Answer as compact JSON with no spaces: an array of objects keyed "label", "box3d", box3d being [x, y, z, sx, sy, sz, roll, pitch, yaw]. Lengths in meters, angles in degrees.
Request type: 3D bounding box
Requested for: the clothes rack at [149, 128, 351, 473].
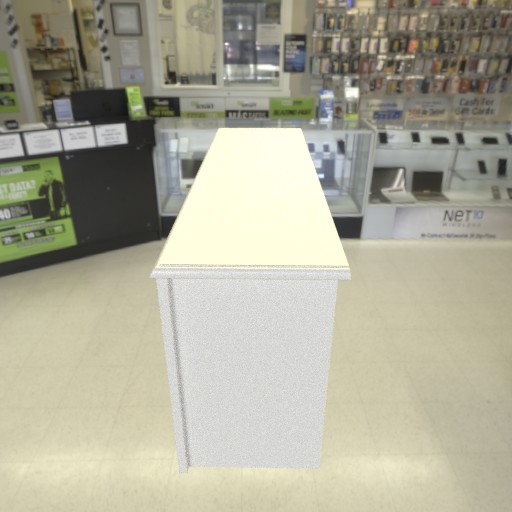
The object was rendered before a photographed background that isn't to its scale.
[{"label":"clothes rack","box3d":[0.000,0.000,1.326,0.324,0.531,1.120,0,27,1]}]
